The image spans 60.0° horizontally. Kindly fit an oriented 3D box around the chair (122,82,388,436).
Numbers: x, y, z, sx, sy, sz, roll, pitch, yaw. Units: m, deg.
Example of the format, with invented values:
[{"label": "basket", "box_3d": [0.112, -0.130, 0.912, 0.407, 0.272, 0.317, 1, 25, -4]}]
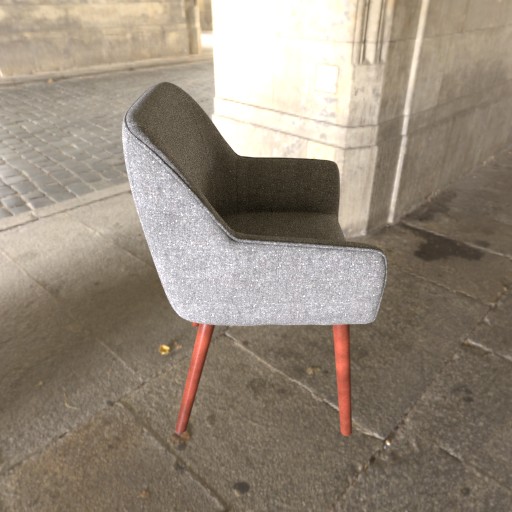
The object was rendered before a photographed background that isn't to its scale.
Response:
[{"label": "chair", "box_3d": [0.000, 0.000, 1.155, 0.519, 0.803, 0.543, -1, 31, -1]}]
